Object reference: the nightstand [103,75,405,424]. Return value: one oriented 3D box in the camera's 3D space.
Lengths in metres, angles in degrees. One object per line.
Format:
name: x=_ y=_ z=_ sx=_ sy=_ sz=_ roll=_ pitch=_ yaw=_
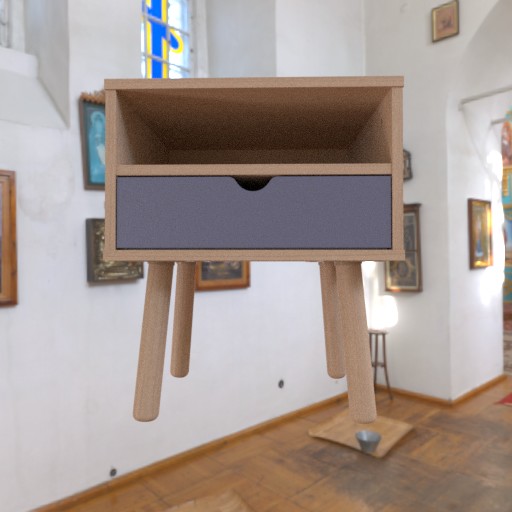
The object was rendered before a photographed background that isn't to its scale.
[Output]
nightstand: x=0.000 y=0.000 z=0.850 sx=0.450 sy=0.530 sz=0.380 roll=0 pitch=-1 yaw=1
